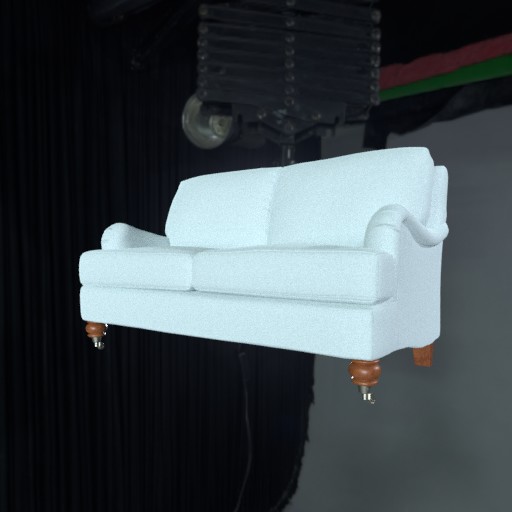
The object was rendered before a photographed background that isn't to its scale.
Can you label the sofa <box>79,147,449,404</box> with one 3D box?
[{"bbox_3d":[0.000,0.000,2.463,1.853,1.101,1.084,0,0,36],"label":"sofa"}]
